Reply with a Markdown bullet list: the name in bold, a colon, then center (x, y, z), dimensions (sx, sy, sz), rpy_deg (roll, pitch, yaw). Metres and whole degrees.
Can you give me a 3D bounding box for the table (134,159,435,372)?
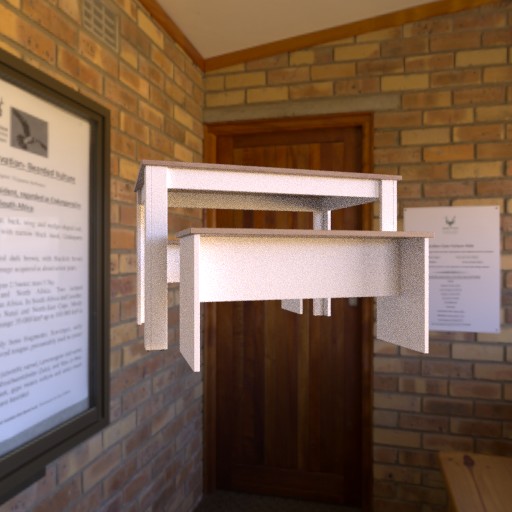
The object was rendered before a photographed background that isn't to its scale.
- **table**: center (0.000, 0.000, 2.119), dimensions (1.100, 0.700, 1.443), rpy_deg (0, 0, -18)
